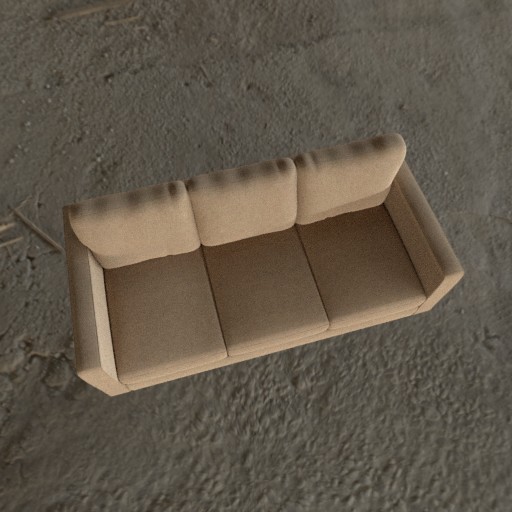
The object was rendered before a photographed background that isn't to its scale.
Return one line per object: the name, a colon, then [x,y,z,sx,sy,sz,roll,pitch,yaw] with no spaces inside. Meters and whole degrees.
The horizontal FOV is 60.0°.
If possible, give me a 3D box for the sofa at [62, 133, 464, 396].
sofa: [0.000,0.000,2.386,1.855,0.800,0.930,-14,64,-7]
